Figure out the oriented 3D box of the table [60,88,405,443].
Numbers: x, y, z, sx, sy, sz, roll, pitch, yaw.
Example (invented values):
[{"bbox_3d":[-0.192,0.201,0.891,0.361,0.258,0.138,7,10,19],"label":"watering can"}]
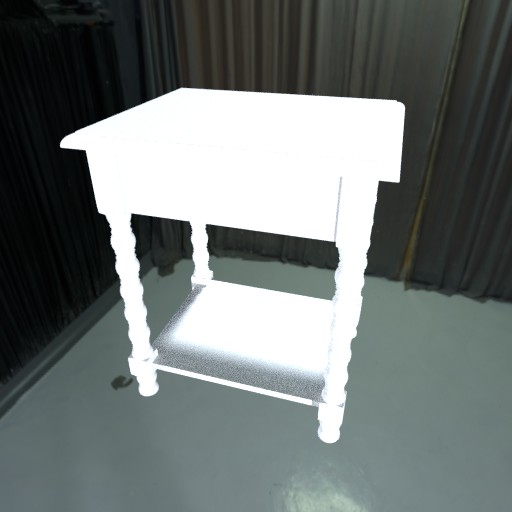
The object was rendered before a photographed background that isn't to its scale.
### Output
[{"bbox_3d":[0.000,0.000,0.848,0.460,0.531,0.381,9,32,15],"label":"table"}]
